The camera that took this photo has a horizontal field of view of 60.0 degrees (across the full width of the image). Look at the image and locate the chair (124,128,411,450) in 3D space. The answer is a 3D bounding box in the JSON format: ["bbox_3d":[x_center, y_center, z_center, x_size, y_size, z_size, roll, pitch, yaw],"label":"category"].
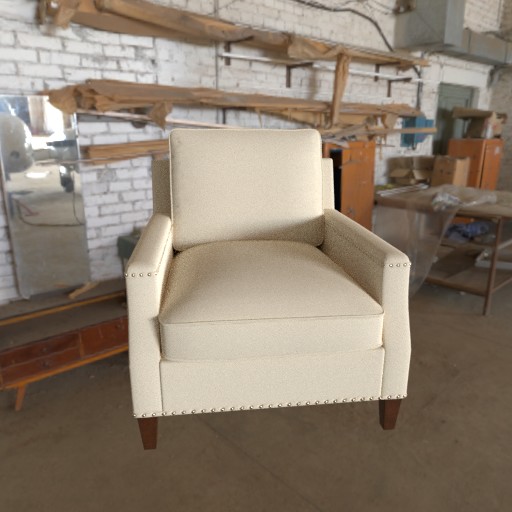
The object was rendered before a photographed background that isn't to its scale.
[{"bbox_3d":[0.000,0.000,1.705,0.853,0.943,1.014,-2,16,-7],"label":"chair"}]
